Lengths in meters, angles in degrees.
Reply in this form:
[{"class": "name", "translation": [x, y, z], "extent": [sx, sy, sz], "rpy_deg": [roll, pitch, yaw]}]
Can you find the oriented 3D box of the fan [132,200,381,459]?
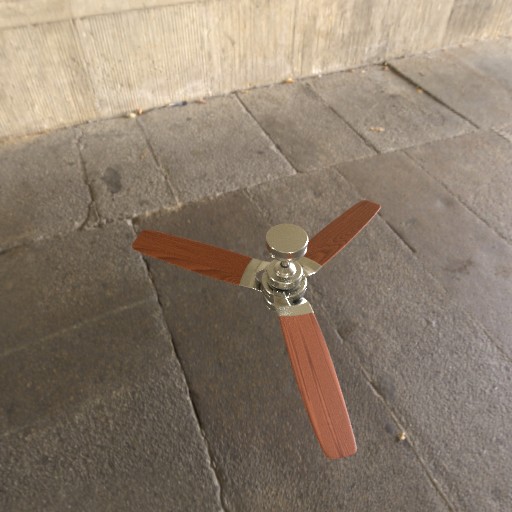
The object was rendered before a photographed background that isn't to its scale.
[{"class": "fan", "translation": [0.000, 0.000, 2.031], "extent": [1.271, 0.410, 1.416], "rpy_deg": [16, 48, 15]}]
